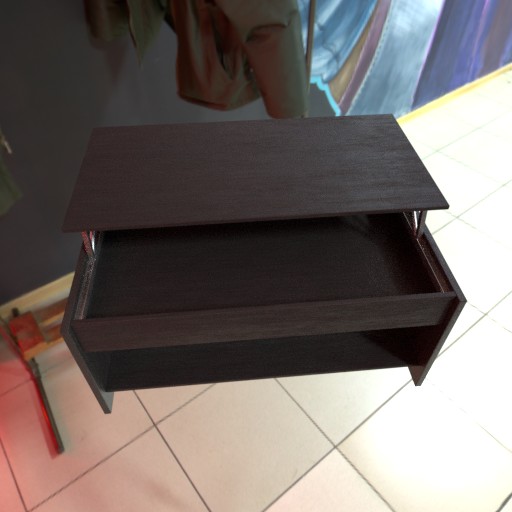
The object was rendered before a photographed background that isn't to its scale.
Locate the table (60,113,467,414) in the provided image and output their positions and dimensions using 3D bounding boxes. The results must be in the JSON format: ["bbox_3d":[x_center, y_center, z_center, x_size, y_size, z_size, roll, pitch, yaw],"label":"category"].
[{"bbox_3d":[0.000,0.000,1.435,1.000,0.570,0.712,-4,46,-4],"label":"table"}]
